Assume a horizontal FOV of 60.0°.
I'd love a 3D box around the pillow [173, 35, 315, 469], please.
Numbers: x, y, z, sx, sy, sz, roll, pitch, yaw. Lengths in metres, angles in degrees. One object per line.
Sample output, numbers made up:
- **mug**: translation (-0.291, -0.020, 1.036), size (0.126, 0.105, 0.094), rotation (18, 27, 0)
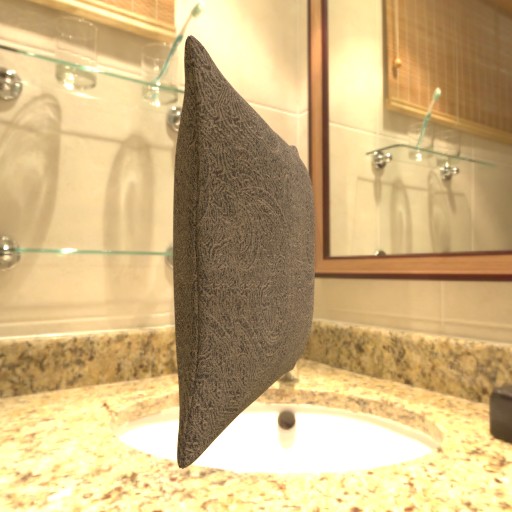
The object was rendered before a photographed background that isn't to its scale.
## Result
- **pillow**: translation (0.000, 0.000, 0.764), size (0.166, 0.510, 0.523), rotation (-1, -2, 19)
